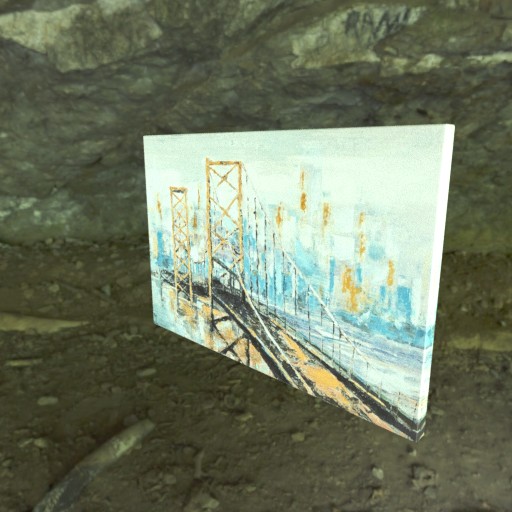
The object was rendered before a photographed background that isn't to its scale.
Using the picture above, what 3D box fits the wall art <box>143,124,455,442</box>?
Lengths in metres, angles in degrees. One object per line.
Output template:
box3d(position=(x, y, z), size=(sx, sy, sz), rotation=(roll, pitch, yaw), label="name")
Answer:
box3d(position=(0.000, 0.000, 1.127), size=(0.913, 0.609, 0.038), rotation=(12, 18, 42), label="wall art")
